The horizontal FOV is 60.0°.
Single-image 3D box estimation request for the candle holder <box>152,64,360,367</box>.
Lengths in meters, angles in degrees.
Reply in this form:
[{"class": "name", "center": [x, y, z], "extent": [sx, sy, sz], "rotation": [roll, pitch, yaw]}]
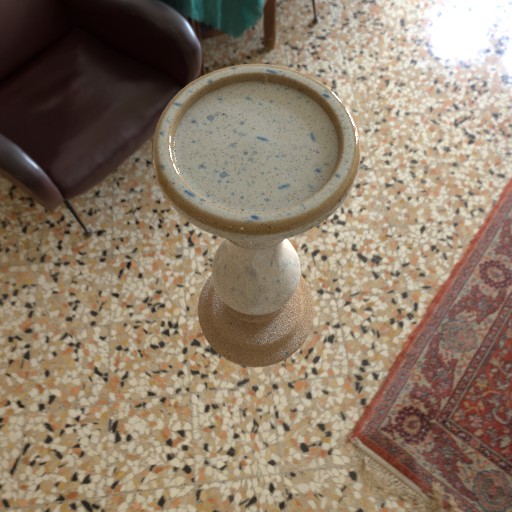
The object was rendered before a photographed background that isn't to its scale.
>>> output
[{"class": "candle holder", "center": [0.000, 0.000, 0.250], "extent": [0.088, 0.203, 0.088], "rotation": [0, 65, 0]}]
